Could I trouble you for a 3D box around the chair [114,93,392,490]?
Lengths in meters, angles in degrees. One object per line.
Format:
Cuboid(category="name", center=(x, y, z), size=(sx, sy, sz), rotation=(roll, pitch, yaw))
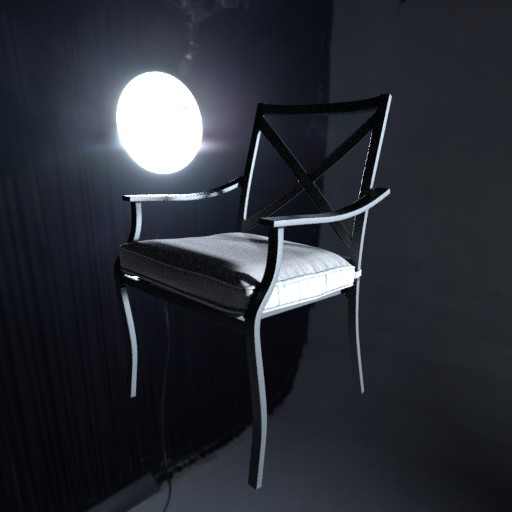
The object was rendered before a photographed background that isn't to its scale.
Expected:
Cuboid(category="chair", center=(0.000, 0.000, 1.279), size=(0.575, 0.889, 0.620), rotation=(14, 20, 42))
